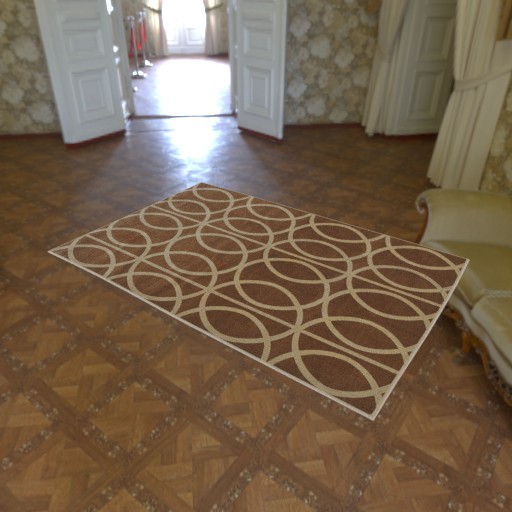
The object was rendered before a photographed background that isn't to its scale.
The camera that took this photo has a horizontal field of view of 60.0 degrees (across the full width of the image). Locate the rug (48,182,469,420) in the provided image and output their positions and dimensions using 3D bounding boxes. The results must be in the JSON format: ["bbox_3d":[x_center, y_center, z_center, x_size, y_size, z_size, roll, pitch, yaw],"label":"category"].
[{"bbox_3d":[0.000,0.000,2.875,2.294,0.014,1.528,20,36,30],"label":"rug"}]
